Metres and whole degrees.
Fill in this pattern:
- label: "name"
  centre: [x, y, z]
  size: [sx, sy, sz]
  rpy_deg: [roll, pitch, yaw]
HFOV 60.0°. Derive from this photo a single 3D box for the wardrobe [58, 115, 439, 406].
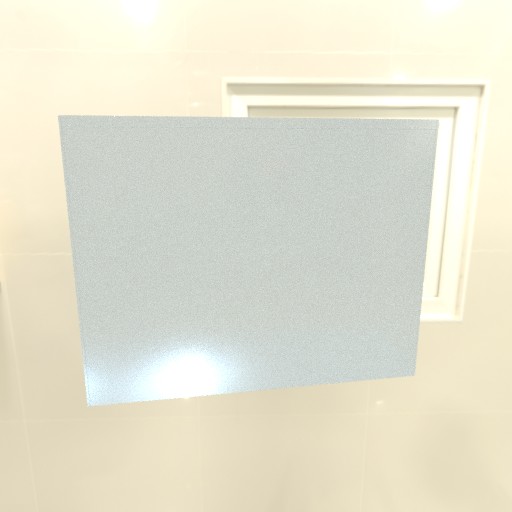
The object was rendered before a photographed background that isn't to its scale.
- label: "wardrobe"
  centre: [0.000, 0.000, 4.004]
  size: [3.000, 2.360, 0.580]
  rpy_deg: [-2, 14, -10]
